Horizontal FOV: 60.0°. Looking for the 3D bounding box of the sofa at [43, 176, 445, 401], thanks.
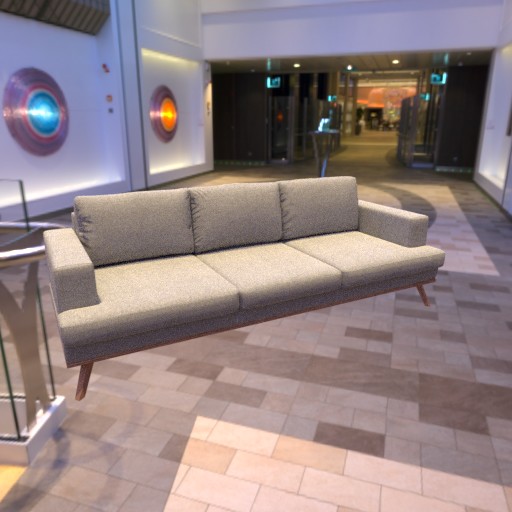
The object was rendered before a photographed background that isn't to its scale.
[{"bbox_3d":[0.000,0.000,2.719,2.310,0.810,0.920,-9,19,-27],"label":"sofa"}]
